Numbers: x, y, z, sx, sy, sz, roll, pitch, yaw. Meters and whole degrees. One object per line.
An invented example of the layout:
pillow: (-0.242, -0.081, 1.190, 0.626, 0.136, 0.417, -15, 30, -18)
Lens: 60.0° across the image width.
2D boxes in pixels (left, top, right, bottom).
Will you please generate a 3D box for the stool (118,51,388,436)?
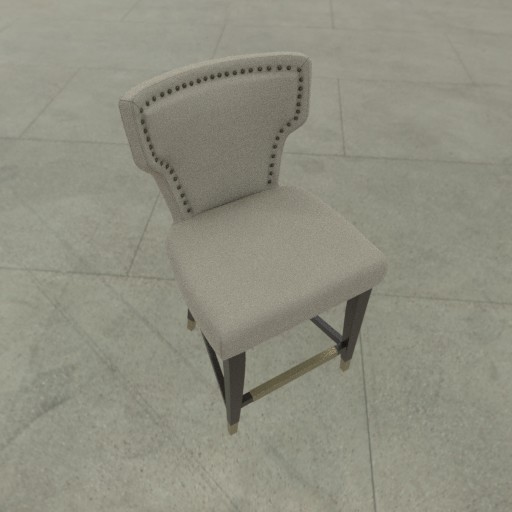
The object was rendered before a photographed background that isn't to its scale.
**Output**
stool: (0.000, 0.000, 1.326, 0.527, 0.982, 0.563, -23, 50, -20)
